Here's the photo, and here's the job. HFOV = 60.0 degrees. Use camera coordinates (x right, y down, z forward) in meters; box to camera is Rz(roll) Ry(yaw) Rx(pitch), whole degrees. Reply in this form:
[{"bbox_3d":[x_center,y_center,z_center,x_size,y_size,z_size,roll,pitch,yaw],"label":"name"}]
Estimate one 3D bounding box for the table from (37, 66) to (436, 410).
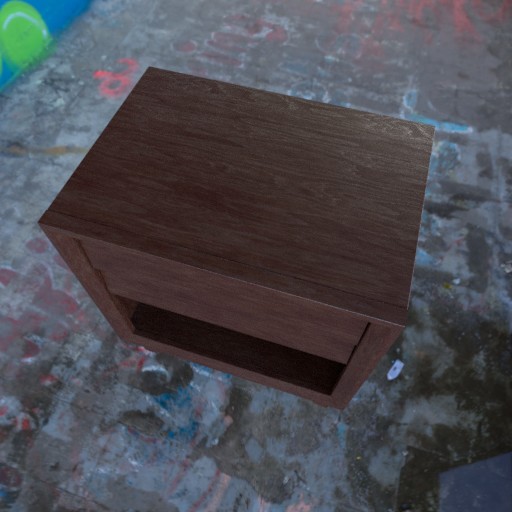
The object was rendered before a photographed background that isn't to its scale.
[{"bbox_3d":[0.000,0.000,1.002,0.557,0.609,0.449,15,60,9],"label":"table"}]
